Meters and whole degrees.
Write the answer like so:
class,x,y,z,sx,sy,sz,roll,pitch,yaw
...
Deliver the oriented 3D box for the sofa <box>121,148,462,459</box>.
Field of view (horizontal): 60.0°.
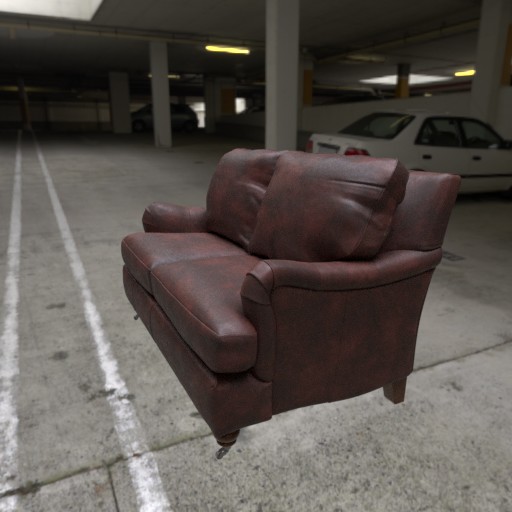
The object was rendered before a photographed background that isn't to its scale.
class,x,y,z,sx,sy,sz,roll,pitch,yaw
sofa,0.000,0.000,2.317,1.148,1.070,1.628,-8,17,-26
